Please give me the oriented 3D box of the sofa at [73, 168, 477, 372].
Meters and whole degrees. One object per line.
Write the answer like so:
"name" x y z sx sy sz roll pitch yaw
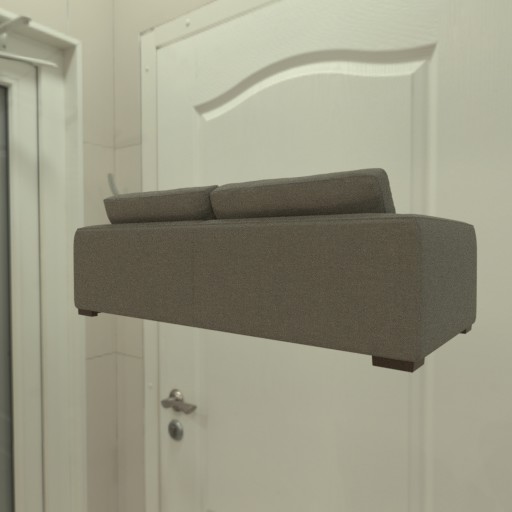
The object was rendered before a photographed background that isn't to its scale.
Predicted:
"sofa" 0.000 0.000 2.667 2.262 0.801 1.070 1 2 37
